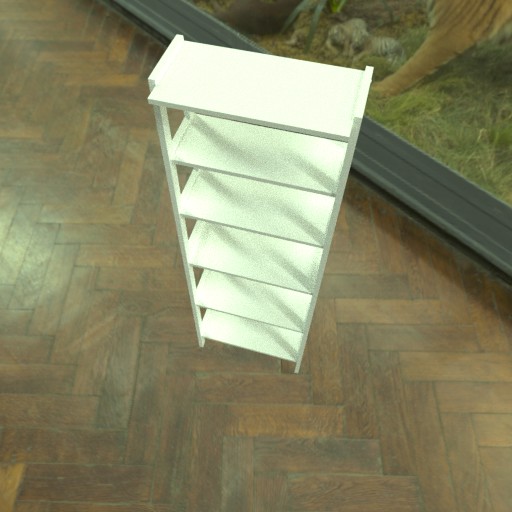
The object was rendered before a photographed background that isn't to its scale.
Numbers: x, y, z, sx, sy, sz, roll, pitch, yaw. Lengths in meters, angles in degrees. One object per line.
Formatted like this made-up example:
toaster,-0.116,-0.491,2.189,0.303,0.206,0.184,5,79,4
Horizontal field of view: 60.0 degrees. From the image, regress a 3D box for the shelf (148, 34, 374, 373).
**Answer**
shelf,0.000,0.000,2.124,0.660,1.892,0.381,13,59,8
